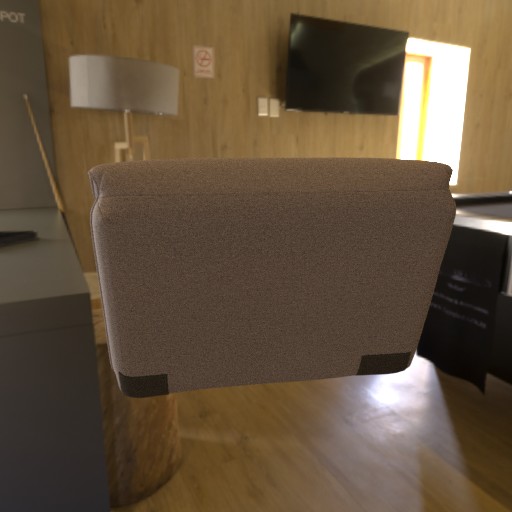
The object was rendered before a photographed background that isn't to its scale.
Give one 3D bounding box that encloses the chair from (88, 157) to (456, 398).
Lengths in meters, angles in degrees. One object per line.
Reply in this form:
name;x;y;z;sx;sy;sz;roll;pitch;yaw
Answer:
chair;0.000;0.000;1.314;0.820;0.580;0.780;-3;14;-10
